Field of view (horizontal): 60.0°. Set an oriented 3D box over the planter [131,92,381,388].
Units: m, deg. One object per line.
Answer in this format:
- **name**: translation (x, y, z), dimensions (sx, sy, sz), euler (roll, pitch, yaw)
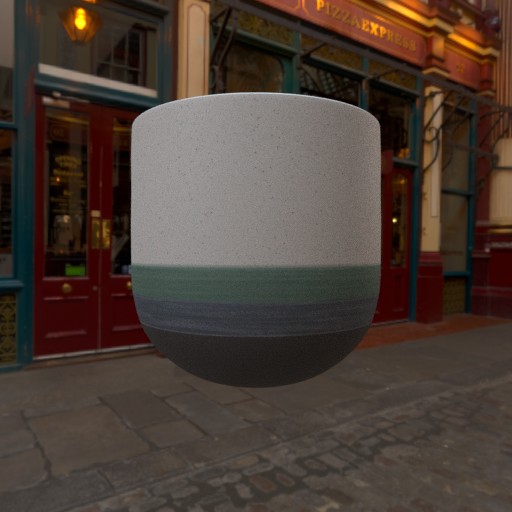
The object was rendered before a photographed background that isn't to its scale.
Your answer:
- **planter**: translation (0.000, 0.000, 0.494), dimensions (0.268, 0.270, 0.268), euler (0, 1, 0)
